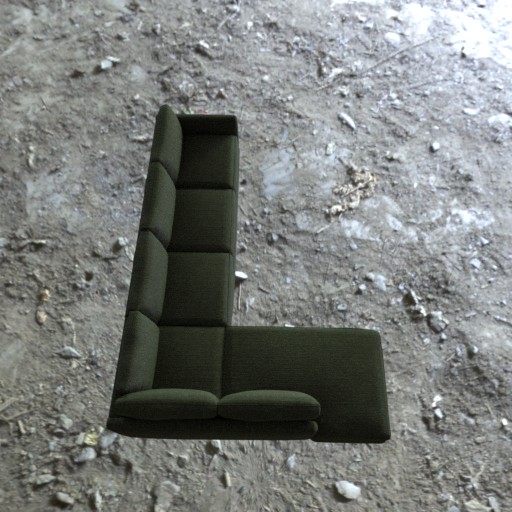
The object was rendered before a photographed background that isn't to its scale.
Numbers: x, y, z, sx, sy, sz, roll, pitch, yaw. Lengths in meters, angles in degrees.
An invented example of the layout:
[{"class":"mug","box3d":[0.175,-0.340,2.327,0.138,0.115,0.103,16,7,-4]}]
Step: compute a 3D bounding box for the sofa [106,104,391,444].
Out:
[{"class":"sofa","box3d":[0.000,0.000,3.834,2.007,0.815,2.949,1,63,0]}]
